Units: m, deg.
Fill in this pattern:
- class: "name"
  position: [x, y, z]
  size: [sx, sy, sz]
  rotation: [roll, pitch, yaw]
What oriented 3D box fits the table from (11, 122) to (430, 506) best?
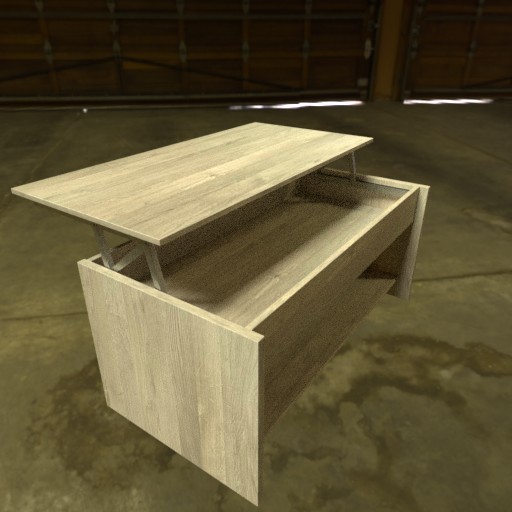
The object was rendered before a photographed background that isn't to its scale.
- class: "table"
  position: [0.000, 0.000, 1.357]
  size: [0.712, 0.570, 1.000]
  rotation: [18, 32, 31]
